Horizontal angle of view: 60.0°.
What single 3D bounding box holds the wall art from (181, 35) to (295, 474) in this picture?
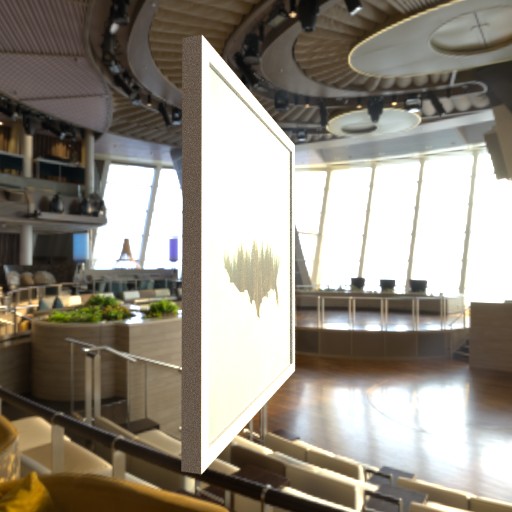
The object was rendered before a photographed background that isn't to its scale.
[{"bbox_3d":[0.000,0.000,1.138,0.038,0.762,0.762,0,-1,17],"label":"wall art"}]
